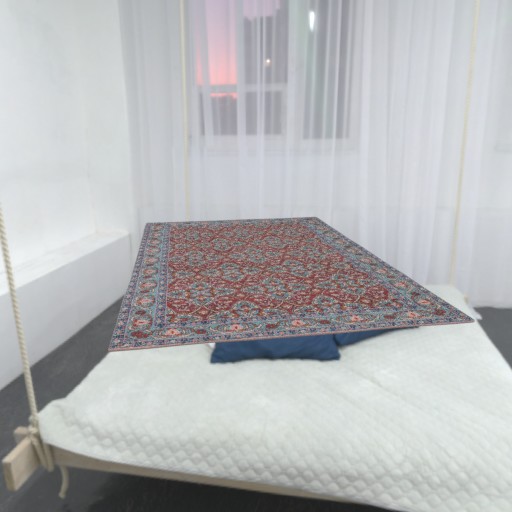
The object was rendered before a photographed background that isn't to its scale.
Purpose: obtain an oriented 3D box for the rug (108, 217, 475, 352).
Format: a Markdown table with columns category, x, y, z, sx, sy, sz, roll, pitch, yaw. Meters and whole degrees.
| category | x | y | z | sx | sy | sz | roll | pitch | yaw |
| --- | --- | --- | --- | --- | --- | --- | --- | --- | --- |
| rug | 0.000 | 0.000 | 2.285 | 1.219 | 0.009 | 1.829 | -3 | 17 | -9 |
